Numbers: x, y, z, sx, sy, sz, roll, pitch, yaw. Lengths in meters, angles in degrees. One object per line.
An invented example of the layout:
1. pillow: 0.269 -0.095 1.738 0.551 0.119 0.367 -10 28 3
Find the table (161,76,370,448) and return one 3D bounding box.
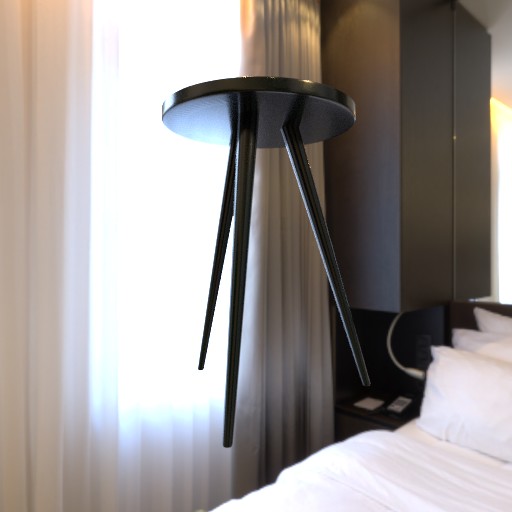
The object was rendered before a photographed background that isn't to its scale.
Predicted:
1. table: 0.000 0.000 0.836 0.403 0.548 0.415 0 0 17
